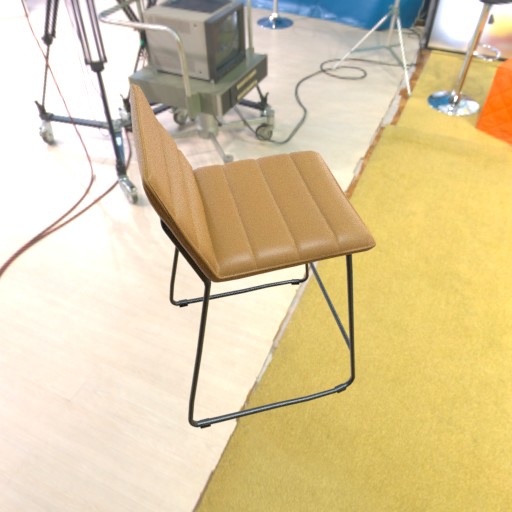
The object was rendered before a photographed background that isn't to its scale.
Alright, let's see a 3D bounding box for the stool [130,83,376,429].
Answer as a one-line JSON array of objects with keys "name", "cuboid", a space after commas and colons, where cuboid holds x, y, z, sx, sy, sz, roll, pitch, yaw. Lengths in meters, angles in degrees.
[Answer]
[{"name": "stool", "cuboid": [0.000, 0.000, 1.206, 0.524, 0.866, 0.489, -10, 47, -10]}]
